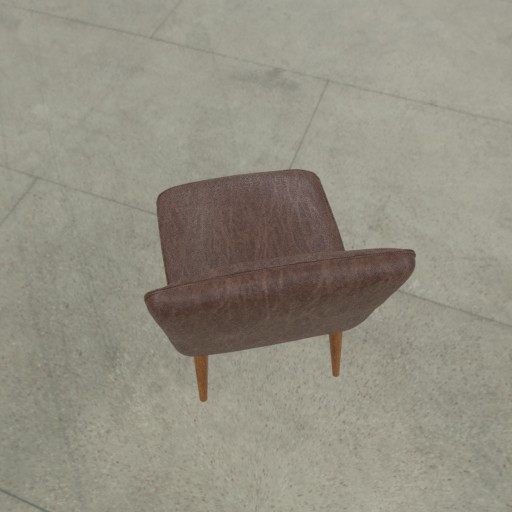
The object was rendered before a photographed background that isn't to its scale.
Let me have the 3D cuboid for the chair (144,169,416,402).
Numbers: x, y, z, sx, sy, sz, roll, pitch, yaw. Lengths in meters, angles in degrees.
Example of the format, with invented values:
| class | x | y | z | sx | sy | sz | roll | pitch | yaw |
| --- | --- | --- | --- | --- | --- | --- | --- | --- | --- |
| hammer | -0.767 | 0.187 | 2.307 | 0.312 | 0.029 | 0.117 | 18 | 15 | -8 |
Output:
| class | x | y | z | sx | sy | sz | roll | pitch | yaw |
| --- | --- | --- | --- | --- | --- | --- | --- | --- | --- |
| chair | 0.000 | 0.000 | 1.232 | 0.543 | 0.803 | 0.645 | -13 | 60 | -8 |
